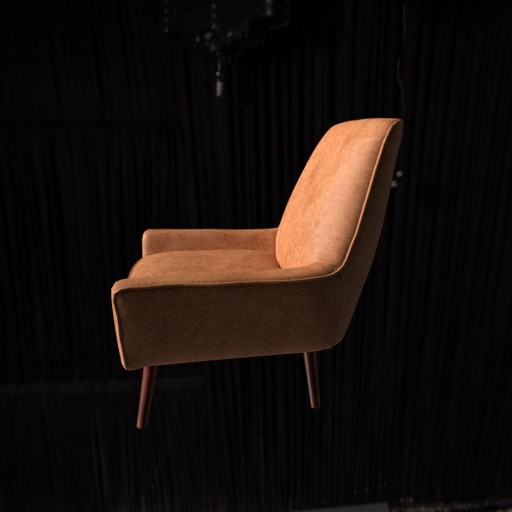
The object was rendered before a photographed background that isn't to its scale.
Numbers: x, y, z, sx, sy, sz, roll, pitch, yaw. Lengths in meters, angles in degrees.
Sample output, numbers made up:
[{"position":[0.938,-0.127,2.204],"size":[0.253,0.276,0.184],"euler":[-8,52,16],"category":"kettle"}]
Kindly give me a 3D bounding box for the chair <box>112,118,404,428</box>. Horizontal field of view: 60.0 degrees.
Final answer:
[{"position":[0.000,0.000,1.496],"size":[0.851,0.883,0.753],"euler":[-2,14,-7],"category":"chair"}]
